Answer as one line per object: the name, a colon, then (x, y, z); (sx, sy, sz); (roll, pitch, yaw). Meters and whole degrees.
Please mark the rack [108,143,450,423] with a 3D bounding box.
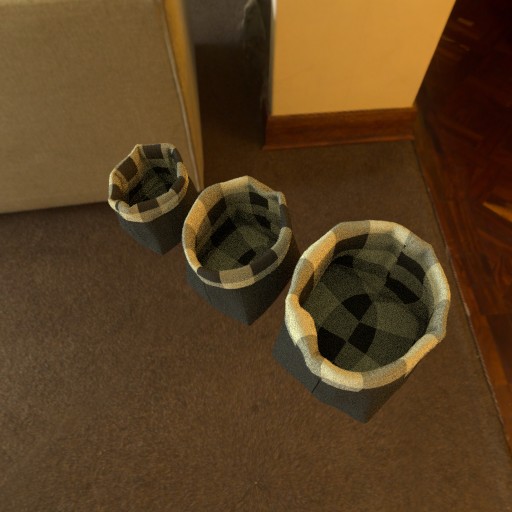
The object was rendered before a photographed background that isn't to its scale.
rack: (0.000, 0.000, 1.074); (0.889, 0.329, 0.370); (33, 68, 16)
